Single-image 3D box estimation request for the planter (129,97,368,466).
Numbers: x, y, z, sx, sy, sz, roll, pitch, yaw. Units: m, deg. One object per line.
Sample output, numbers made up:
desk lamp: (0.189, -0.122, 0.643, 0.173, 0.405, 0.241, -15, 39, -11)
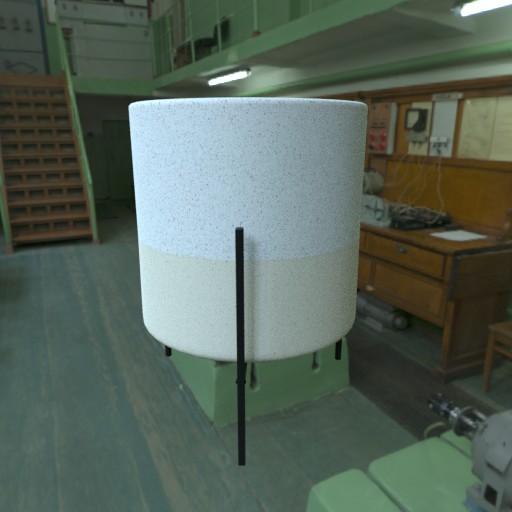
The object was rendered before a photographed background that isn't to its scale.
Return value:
planter: (0.000, 0.000, 0.654, 0.335, 0.423, 0.313, -8, 18, -27)
